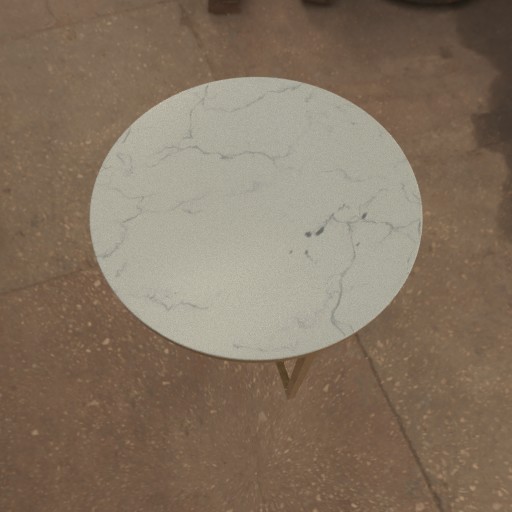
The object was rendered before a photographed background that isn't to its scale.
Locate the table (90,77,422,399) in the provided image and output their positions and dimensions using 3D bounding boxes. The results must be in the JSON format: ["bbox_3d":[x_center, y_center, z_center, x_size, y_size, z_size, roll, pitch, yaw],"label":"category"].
[{"bbox_3d":[0.000,0.000,0.862,0.500,0.420,0.500,0,64,0],"label":"table"}]
